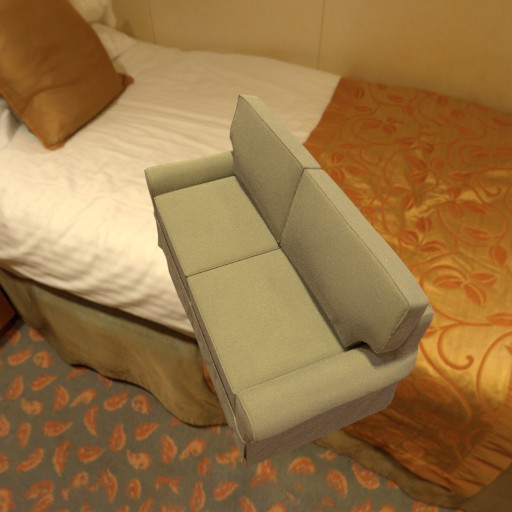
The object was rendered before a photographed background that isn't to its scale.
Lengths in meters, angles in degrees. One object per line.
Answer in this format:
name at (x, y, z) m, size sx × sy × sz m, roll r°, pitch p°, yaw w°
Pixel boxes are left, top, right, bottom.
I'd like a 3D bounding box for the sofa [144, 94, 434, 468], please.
sofa at (0.000, 0.000, 2.372) m, size 0.841 × 1.024 × 1.823 m, roll -17°, pitch 50°, yaw -15°
